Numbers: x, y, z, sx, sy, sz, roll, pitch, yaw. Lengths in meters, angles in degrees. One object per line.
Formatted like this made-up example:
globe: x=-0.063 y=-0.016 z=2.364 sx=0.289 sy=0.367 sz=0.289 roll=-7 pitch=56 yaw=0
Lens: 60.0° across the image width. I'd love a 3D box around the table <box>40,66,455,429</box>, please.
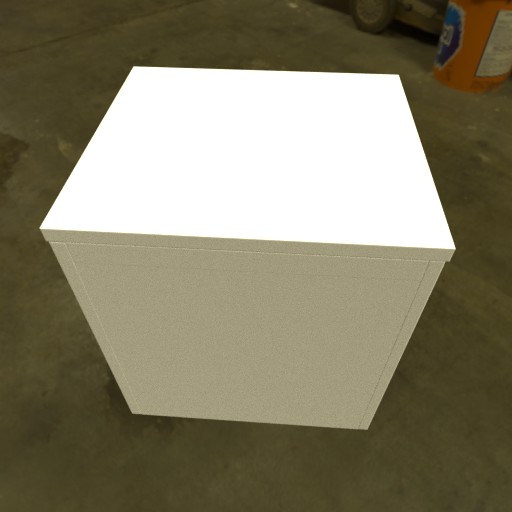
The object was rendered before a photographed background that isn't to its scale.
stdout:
table: x=0.000 y=0.000 z=0.743 sx=0.420 sy=0.460 sz=0.380 roll=3 pitch=47 yaw=3
